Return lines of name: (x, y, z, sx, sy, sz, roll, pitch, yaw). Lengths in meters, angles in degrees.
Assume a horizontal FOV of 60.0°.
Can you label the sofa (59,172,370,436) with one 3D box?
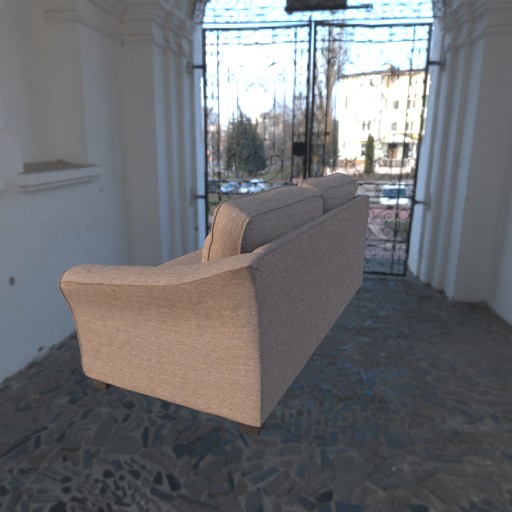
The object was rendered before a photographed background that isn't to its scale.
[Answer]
sofa: (0.000, 0.000, 2.774, 0.980, 0.965, 2.270, 6, 16, 24)
